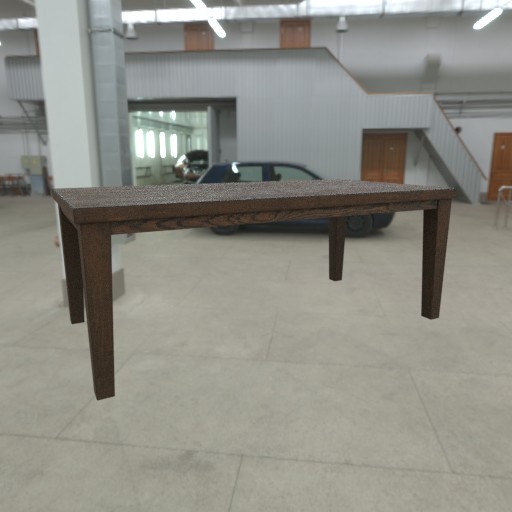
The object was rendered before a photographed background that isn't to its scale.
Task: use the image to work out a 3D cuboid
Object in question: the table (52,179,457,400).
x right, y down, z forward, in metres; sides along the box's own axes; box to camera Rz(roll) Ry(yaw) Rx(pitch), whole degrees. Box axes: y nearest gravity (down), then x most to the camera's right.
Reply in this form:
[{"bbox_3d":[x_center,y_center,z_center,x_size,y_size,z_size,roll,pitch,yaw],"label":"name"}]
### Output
[{"bbox_3d":[0.000,0.000,2.519,1.981,0.762,1.016,-7,15,-27],"label":"table"}]
